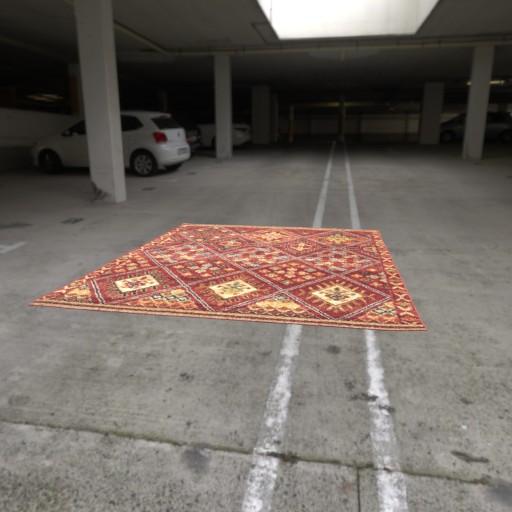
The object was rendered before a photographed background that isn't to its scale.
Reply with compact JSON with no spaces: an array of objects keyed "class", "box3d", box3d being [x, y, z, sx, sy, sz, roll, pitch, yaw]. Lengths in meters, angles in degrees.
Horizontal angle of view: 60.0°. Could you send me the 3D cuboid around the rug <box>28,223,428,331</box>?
[{"class":"rug","box3d":[0.000,0.000,4.144,2.489,0.030,3.086,2,14,10]}]
